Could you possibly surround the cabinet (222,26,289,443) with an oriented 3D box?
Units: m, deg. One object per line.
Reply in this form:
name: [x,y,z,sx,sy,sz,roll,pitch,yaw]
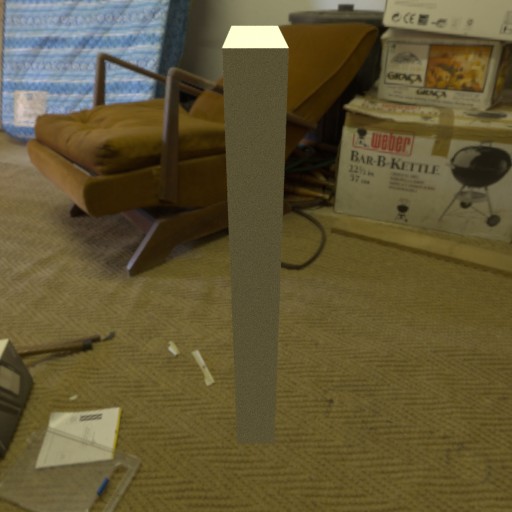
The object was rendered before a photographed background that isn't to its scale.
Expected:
cabinet: [0.000,0.000,1.973,0.192,1.770,0.643,0,32,0]
